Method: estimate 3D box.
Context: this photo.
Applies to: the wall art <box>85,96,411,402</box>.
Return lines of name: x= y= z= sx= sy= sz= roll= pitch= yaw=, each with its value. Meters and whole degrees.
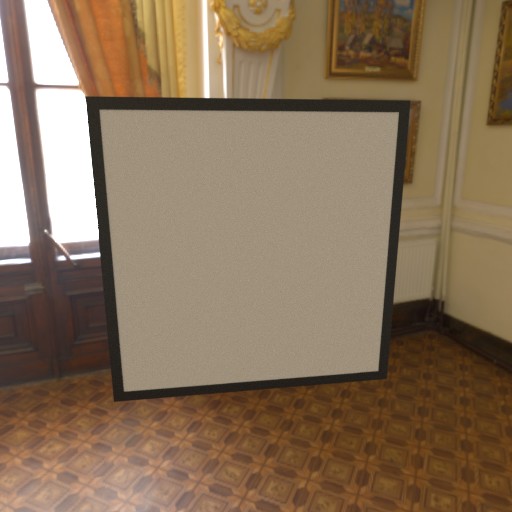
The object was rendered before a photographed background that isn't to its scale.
wall art: x=0.000 y=0.000 z=1.204 sx=0.807 sy=0.807 sz=0.022 roll=-2 pitch=15 yaw=-8
